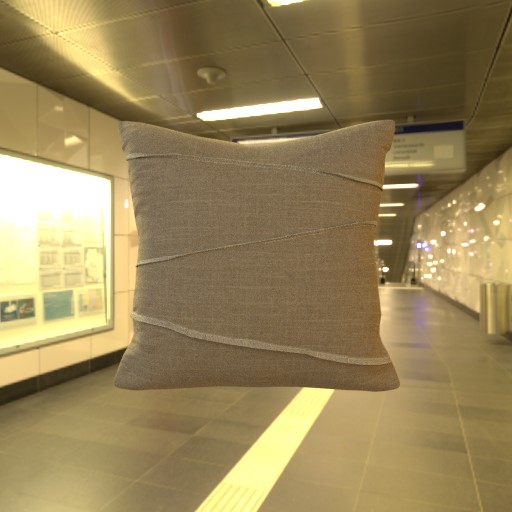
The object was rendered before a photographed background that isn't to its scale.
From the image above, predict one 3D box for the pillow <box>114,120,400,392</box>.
[{"bbox_3d":[0.000,0.000,0.651,0.424,0.400,0.169,0,0,1],"label":"pillow"}]
